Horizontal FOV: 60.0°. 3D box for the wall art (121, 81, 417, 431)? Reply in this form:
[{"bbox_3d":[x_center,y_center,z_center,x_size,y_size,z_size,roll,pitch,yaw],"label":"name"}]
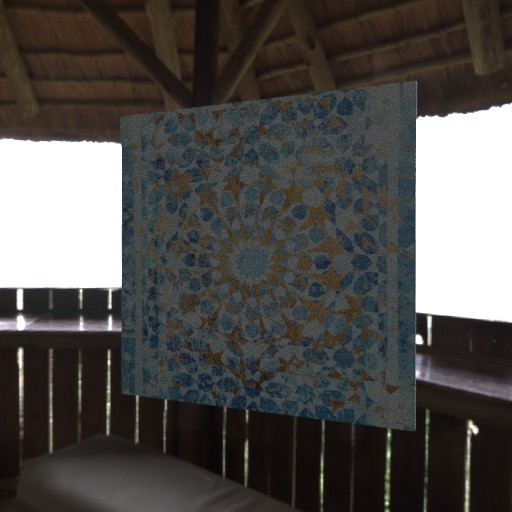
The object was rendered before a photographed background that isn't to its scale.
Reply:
[{"bbox_3d":[0.000,0.000,0.596,0.405,0.405,0.037,0,1,20],"label":"wall art"}]
